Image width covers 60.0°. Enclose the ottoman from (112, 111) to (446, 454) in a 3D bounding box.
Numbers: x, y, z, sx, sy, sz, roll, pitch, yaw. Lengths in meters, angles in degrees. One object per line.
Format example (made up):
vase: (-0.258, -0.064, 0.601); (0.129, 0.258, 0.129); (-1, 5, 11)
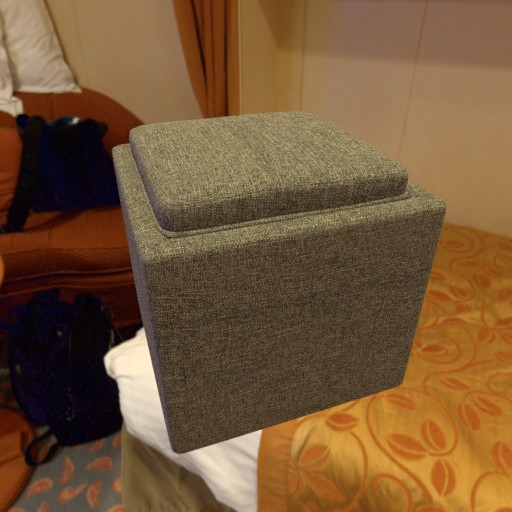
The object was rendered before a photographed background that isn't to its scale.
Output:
ottoman: (0.000, 0.000, 0.851); (0.450, 0.460, 0.450); (-11, 34, -17)
